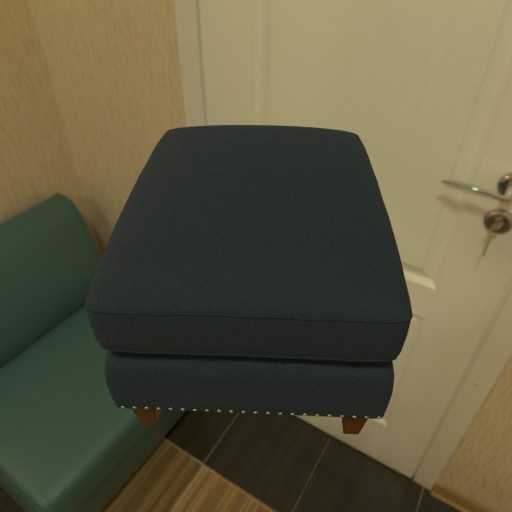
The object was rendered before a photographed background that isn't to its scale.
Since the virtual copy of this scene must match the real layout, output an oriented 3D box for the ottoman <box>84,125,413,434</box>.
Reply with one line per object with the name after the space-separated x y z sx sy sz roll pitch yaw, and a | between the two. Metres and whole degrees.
0.000 0.000 1.141 0.584 0.513 0.741 2 40 2 | ottoman
